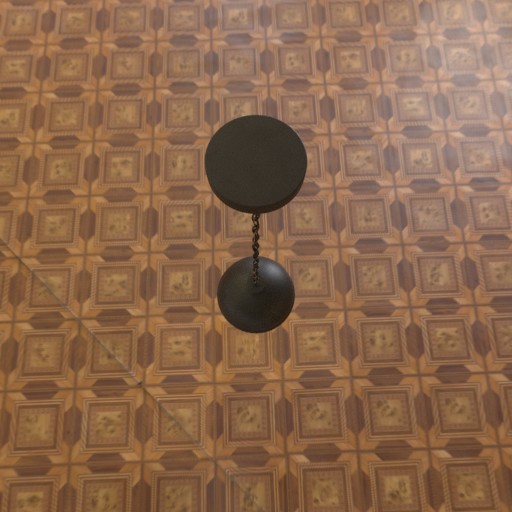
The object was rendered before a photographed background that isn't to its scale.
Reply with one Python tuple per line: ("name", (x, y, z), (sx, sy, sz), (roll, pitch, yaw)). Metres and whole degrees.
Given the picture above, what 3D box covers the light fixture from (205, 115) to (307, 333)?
("light fixture", (0.000, 0.000, 1.212), (0.304, 1.090, 0.304), (-33, 77, -9))
